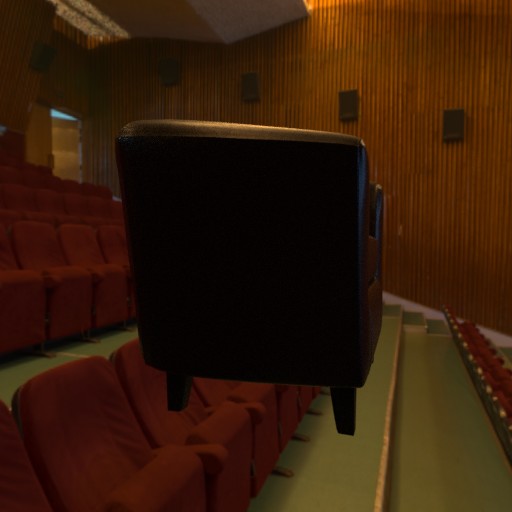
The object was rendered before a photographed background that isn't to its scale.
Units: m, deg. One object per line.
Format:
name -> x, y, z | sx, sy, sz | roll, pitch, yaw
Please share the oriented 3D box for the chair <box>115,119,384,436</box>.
chair -> 0.000, 0.000, 1.361 | 0.727, 0.756, 0.793 | 0, 1, 19
